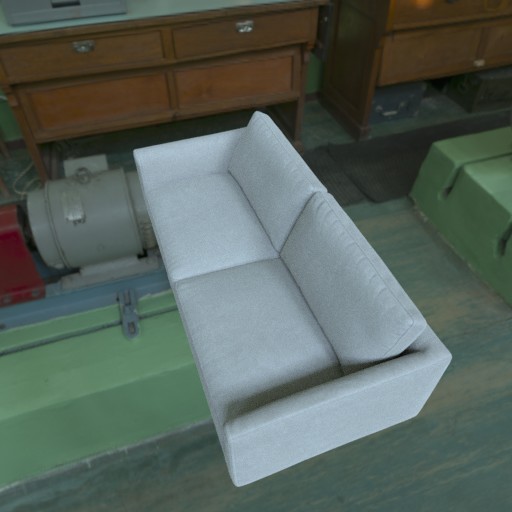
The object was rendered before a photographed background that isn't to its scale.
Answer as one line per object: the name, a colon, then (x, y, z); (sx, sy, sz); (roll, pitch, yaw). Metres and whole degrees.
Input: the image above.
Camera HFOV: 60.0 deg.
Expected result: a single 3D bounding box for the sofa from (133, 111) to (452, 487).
sofa: (0.000, 0.000, 2.756); (1.090, 0.838, 2.588); (-15, 48, -14)
